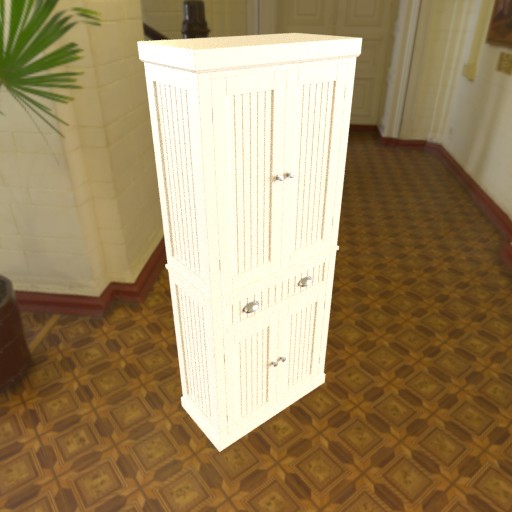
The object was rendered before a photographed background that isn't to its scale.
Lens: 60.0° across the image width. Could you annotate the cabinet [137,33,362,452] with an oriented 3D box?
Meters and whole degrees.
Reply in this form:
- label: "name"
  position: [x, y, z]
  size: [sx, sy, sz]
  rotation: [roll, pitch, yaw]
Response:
- label: "cabinet"
  position: [0.000, 0.000, 2.081]
  size: [0.754, 1.829, 0.390]
  rotation: [-22, 36, -33]
